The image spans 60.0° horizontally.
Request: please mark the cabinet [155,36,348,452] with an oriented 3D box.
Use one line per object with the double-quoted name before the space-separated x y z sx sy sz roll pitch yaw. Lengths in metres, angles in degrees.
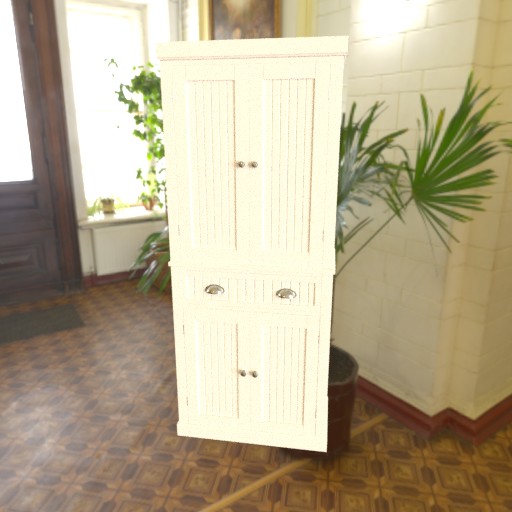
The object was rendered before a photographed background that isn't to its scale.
"cabinet" 0.000 0.000 2.120 0.754 1.829 0.390 3 16 9
